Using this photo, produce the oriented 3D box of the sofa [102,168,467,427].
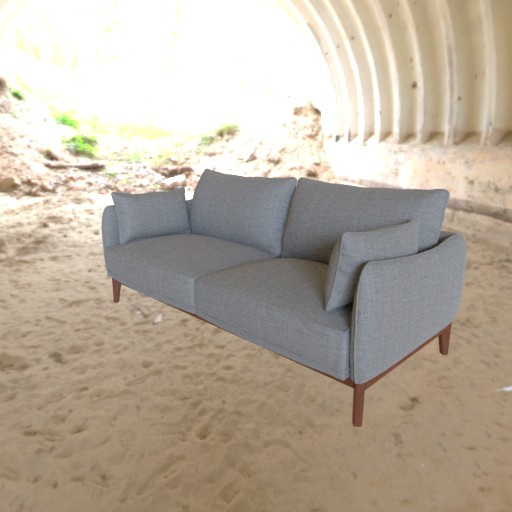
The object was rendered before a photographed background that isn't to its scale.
[{"bbox_3d":[0.000,0.000,2.503,1.989,0.851,0.972,14,21,43],"label":"sofa"}]
